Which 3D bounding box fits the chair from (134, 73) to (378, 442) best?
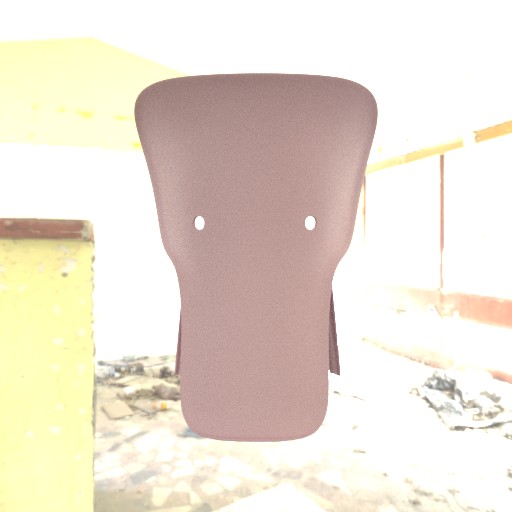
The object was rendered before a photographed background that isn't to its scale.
[{"bbox_3d":[0.000,0.000,0.851,0.451,0.554,0.402,0,1,1],"label":"chair"}]
